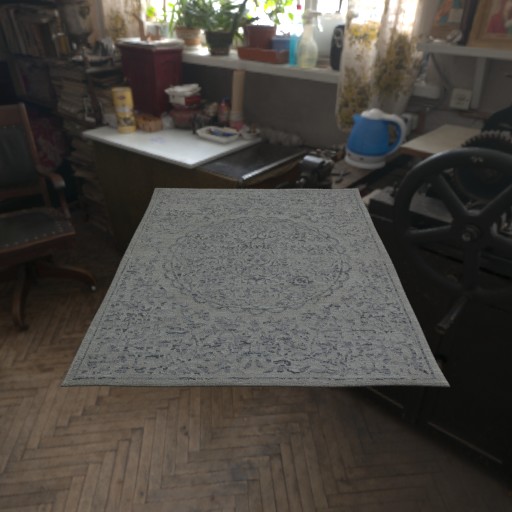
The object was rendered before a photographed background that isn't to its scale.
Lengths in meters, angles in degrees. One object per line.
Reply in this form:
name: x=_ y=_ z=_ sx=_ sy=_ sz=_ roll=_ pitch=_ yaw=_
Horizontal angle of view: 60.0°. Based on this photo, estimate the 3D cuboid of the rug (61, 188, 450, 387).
rug: x=0.000 y=0.000 z=3.896 sx=2.343 sy=0.026 sz=2.925 roll=0 pitch=32 yaw=0
